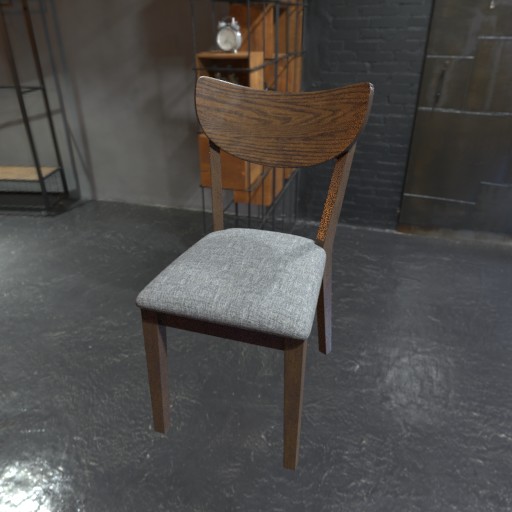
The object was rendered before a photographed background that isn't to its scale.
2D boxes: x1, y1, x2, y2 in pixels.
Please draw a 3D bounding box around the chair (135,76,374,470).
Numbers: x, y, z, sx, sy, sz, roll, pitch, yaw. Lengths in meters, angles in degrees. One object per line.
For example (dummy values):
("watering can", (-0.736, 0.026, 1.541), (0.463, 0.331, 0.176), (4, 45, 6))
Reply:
("chair", (0.000, 0.000, 1.197), (0.491, 0.849, 0.583), (9, 29, 16))
